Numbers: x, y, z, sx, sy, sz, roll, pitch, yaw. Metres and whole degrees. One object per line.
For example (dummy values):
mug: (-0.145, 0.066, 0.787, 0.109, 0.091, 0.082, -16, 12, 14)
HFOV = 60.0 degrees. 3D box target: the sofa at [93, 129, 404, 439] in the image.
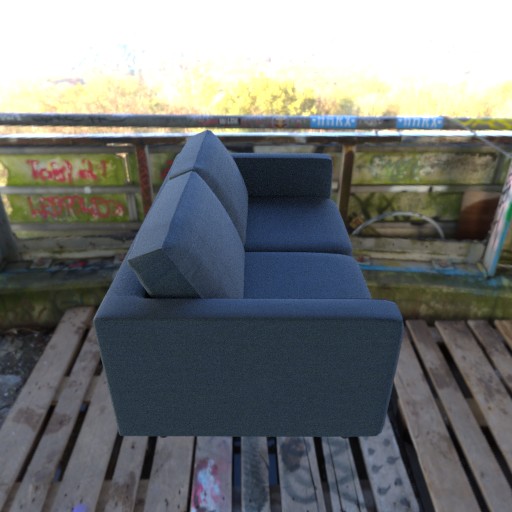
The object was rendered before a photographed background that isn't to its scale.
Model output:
sofa: (0.000, 0.000, 2.195, 0.999, 0.907, 1.659, 0, 30, 0)
